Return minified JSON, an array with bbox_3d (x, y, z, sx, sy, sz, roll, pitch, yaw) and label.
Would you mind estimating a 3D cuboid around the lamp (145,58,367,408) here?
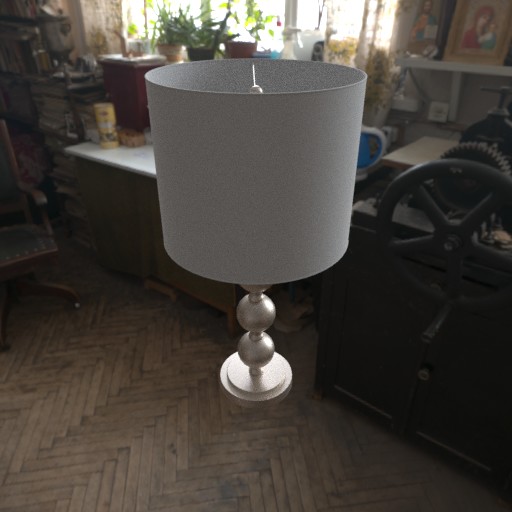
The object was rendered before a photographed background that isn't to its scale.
[{"bbox_3d":[0.000,0.000,0.695,0.277,0.538,0.277,-1,31,-2],"label":"lamp"}]
